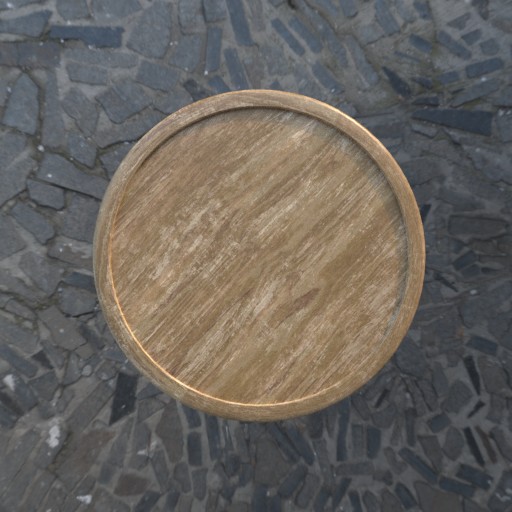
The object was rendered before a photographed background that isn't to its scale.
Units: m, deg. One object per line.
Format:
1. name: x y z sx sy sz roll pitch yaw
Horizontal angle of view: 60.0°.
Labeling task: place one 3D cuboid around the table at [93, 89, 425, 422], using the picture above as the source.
1. table: 0.000 0.000 0.773 0.407 0.482 0.407 0 90 -1
